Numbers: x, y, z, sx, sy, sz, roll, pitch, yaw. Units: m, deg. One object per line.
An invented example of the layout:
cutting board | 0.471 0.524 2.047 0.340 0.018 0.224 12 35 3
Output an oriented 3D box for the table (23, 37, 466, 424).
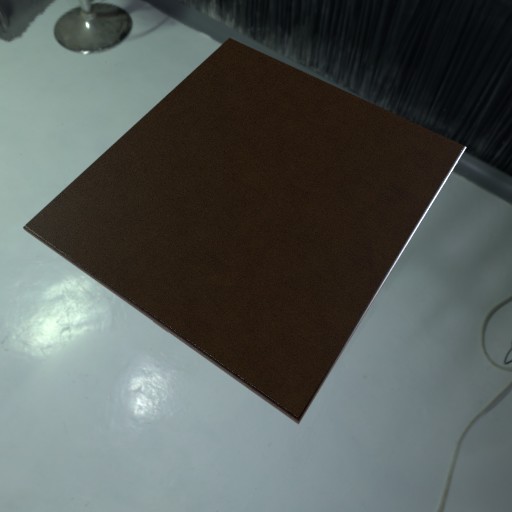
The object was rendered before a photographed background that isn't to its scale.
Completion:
table | 0.000 0.000 1.047 0.560 0.562 0.602 31 67 15
